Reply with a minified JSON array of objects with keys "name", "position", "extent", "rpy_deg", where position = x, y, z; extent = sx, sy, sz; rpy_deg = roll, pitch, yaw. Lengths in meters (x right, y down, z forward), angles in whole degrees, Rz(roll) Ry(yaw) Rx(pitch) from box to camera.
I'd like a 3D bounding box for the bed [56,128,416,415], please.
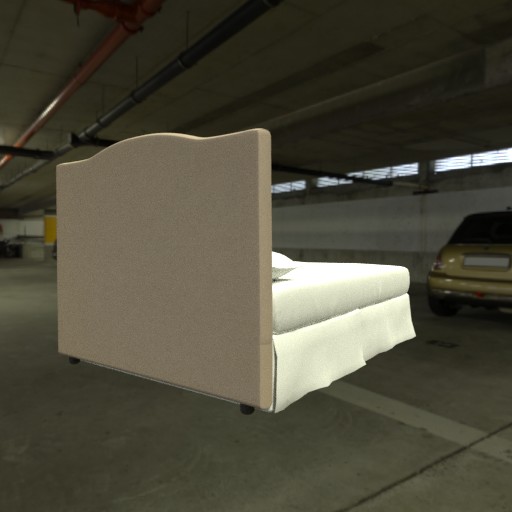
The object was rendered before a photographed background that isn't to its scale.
[{"name":"bed","position":[0.000,0.000,3.441],"extent":[1.821,1.436,2.282],"rpy_deg":[2,3,36]}]
